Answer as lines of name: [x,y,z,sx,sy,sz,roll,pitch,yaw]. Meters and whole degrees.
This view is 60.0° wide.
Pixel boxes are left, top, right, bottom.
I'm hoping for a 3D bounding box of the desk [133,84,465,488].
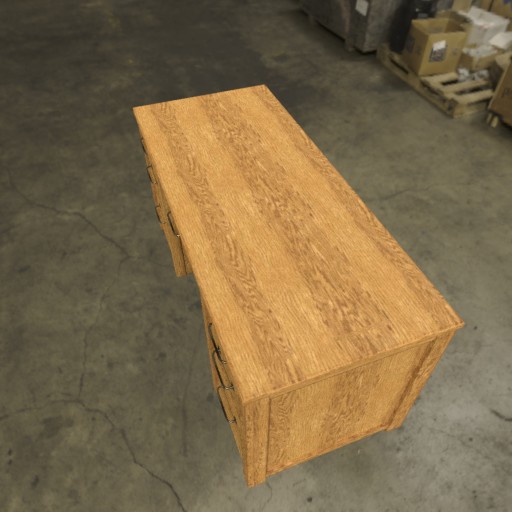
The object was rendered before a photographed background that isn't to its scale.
desk: [0.000,0.000,1.955,0.685,0.751,1.567,-15,49,-14]
